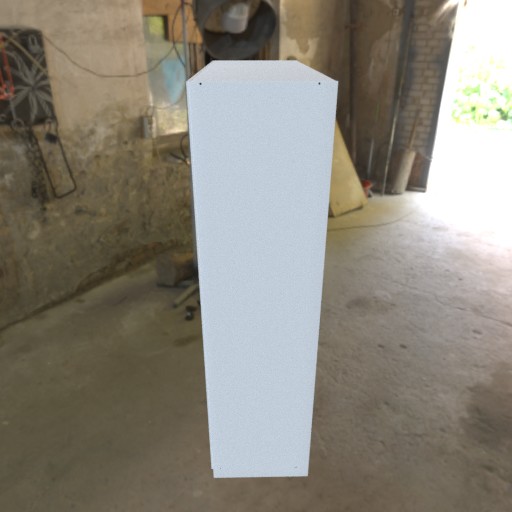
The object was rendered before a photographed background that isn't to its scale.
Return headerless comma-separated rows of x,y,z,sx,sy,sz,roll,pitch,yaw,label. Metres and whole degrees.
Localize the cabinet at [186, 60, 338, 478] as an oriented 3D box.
0.000,0.000,2.442,0.510,1.910,1.290,-1,27,-1,cabinet
